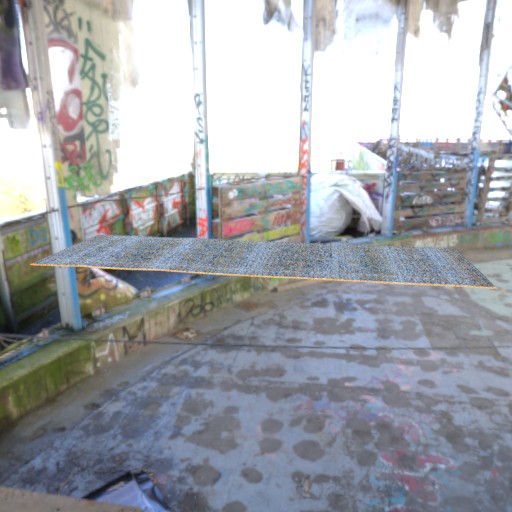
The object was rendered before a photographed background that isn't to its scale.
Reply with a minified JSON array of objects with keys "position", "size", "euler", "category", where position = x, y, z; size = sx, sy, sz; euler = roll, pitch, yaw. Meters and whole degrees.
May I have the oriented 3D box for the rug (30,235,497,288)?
[{"position":[0.000,0.000,2.482],"size":[2.294,0.014,0.704],"euler":[3,16,9],"category":"rug"}]
